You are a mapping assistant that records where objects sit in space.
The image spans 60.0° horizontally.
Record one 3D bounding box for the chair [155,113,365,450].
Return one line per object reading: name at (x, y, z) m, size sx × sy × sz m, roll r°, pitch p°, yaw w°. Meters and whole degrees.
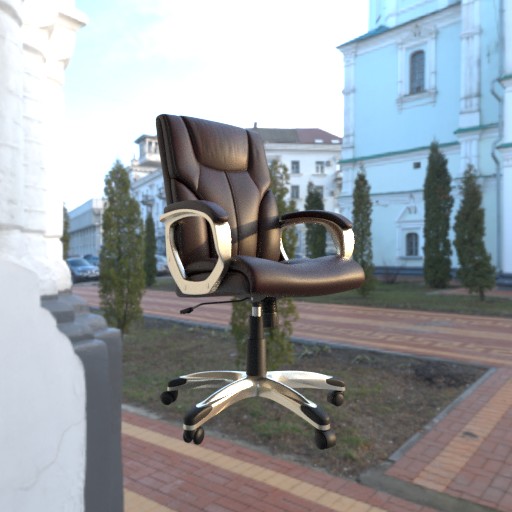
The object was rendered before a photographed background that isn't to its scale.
chair at (0.000, 0.000, 1.558) m, size 0.662 × 1.107 × 0.739 m, roll 0°, pitch 0°, yaw -36°
